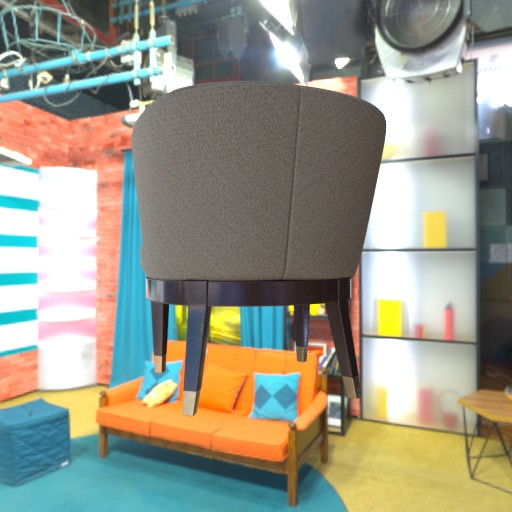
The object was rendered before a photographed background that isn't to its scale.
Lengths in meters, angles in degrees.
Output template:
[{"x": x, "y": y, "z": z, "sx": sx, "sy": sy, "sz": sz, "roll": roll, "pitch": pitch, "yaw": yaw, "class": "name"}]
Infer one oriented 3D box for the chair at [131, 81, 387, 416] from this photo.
[{"x": 0.000, "y": 0.000, "z": 1.288, "sx": 0.700, "sy": 0.760, "sz": 0.660, "roll": 0, "pitch": -1, "yaw": -17, "class": "chair"}]
